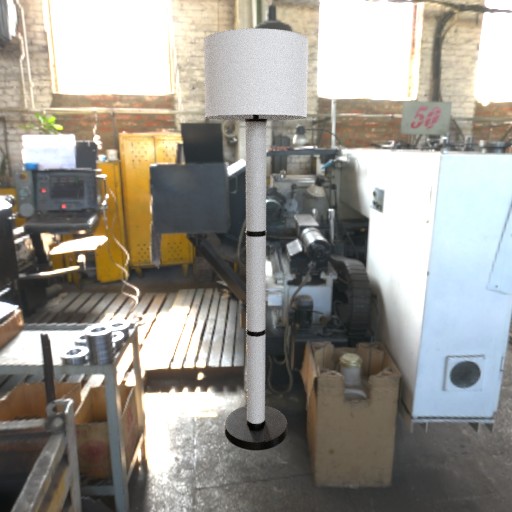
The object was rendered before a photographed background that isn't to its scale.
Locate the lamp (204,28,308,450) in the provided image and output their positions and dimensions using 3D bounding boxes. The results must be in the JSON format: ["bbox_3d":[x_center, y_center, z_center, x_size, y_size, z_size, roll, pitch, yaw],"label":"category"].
[{"bbox_3d":[0.000,0.000,1.786,0.377,1.599,0.377,-13,19,-42],"label":"lamp"}]
